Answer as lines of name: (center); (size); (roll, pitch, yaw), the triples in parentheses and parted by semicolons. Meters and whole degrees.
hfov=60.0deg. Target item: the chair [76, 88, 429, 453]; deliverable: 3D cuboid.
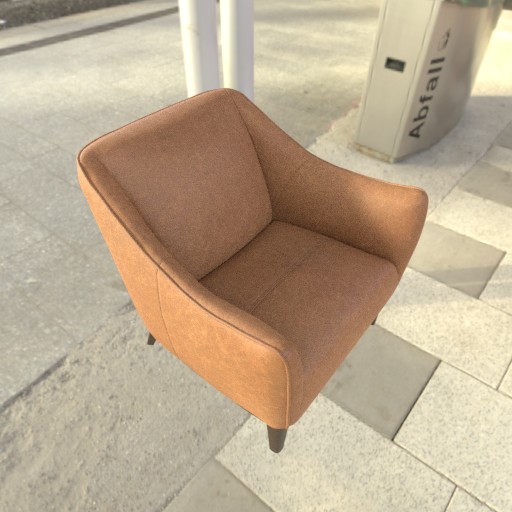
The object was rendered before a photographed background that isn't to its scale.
chair: (0.000, 0.000, 1.537); (0.852, 0.830, 0.871); (27, 47, 28)
